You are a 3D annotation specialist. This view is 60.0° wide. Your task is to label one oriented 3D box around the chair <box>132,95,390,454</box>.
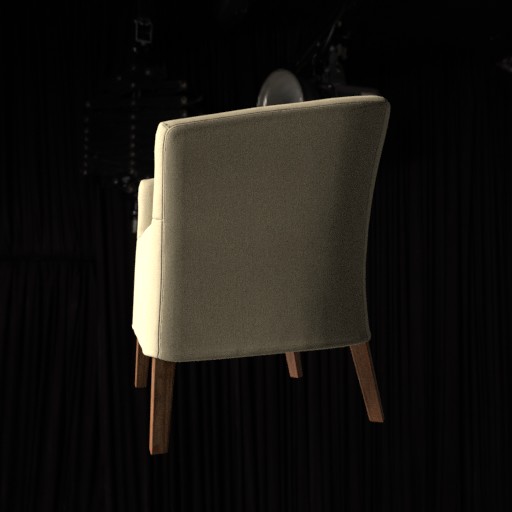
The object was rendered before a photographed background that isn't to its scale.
[{"bbox_3d":[0.000,0.000,1.272,0.657,0.822,0.643,1,-3,-18],"label":"chair"}]
